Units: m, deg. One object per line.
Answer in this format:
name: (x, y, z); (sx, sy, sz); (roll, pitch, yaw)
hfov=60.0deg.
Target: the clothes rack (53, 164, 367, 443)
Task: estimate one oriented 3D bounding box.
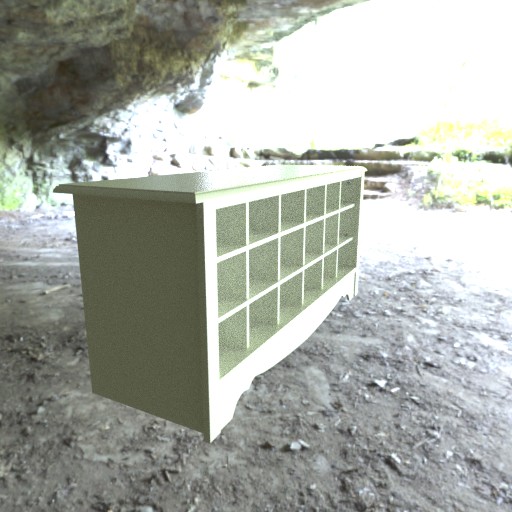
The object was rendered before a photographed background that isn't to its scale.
clothes rack: (0.000, 0.000, 1.510); (0.405, 0.558, 1.218); (8, 16, 28)
